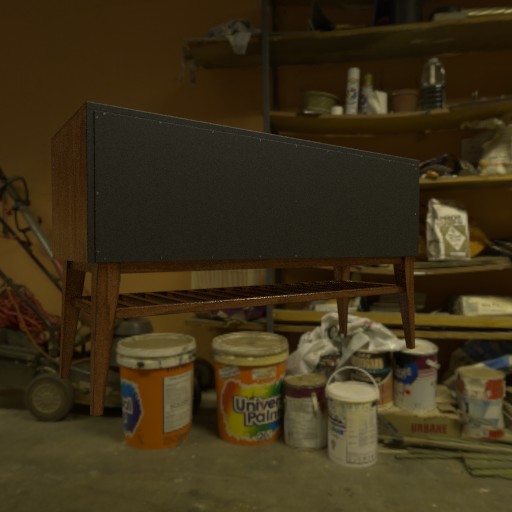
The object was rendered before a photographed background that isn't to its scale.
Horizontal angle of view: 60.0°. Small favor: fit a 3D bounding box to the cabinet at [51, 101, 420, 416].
[{"bbox_3d":[0.000,0.000,1.703,1.363,0.802,0.477,-1,2,-35],"label":"cabinet"}]
